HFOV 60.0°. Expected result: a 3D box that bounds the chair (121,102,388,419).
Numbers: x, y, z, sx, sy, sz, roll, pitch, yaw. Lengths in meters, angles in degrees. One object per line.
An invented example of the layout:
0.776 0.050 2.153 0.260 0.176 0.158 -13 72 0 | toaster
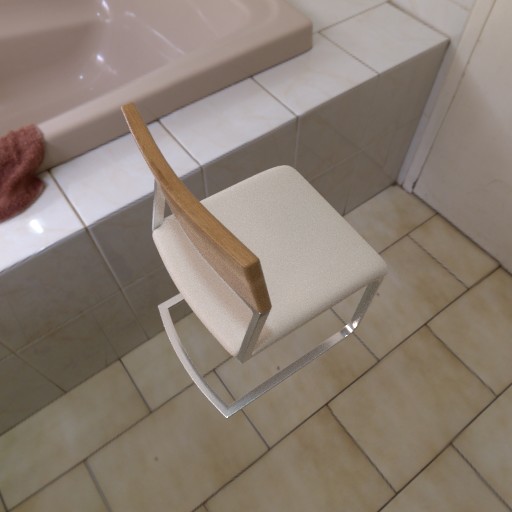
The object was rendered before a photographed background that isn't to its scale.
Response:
0.000 0.000 1.204 0.585 0.844 0.467 -30 62 -17 | chair
